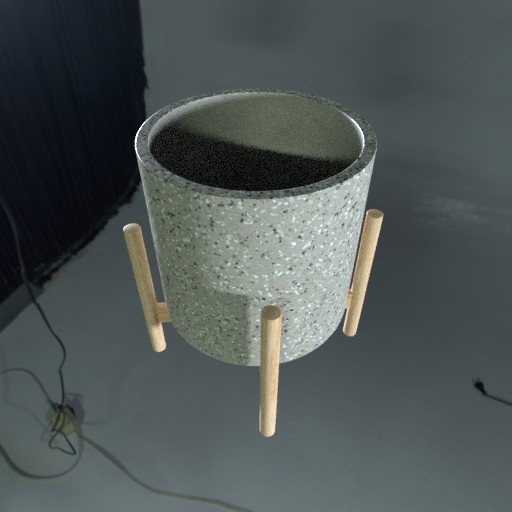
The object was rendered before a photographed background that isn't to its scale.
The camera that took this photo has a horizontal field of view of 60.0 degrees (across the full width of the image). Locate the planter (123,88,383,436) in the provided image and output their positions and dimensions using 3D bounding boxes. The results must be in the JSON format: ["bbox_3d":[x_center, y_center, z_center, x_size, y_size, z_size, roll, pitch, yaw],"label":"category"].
[{"bbox_3d":[0.000,0.000,0.704,0.360,0.419,0.360,11,43,13],"label":"planter"}]
